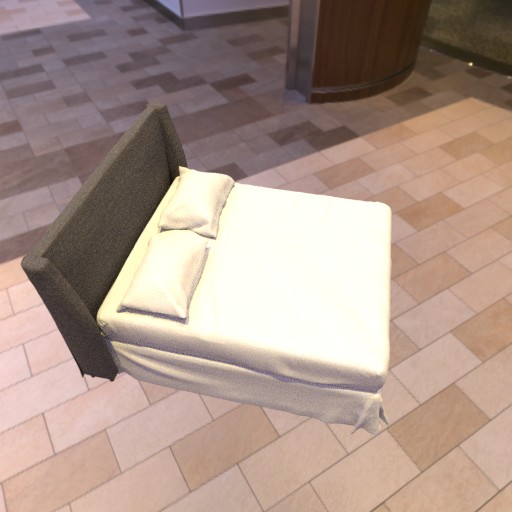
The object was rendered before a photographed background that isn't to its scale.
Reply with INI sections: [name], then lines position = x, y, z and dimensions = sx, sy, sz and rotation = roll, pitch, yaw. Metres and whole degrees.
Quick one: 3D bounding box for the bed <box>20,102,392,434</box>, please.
[bed]
position = 0.000, 0.000, 3.372
dimensions = 2.276, 1.332, 1.925
rotation = 9, 47, 9
